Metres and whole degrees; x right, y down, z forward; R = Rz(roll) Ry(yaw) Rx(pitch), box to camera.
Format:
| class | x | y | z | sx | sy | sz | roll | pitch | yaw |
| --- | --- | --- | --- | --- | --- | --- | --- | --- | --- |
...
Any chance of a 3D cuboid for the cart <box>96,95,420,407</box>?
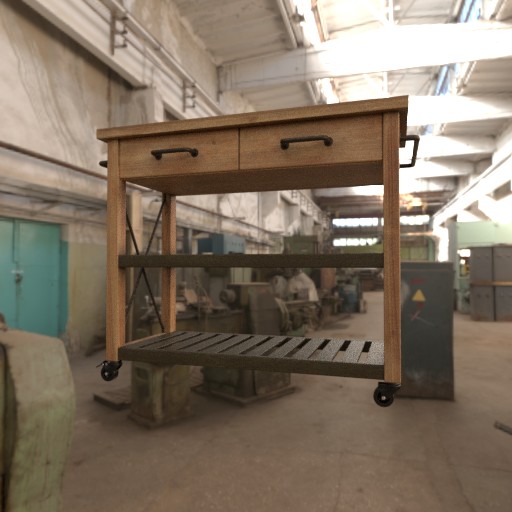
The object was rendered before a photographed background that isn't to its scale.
| class | x | y | z | sx | sy | sz | roll | pitch | yaw |
| --- | --- | --- | --- | --- | --- | --- | --- | --- | --- |
| cart | 0.000 | 0.000 | 0.995 | 0.686 | 0.554 | 0.298 | 0 | -1 | 18 |
